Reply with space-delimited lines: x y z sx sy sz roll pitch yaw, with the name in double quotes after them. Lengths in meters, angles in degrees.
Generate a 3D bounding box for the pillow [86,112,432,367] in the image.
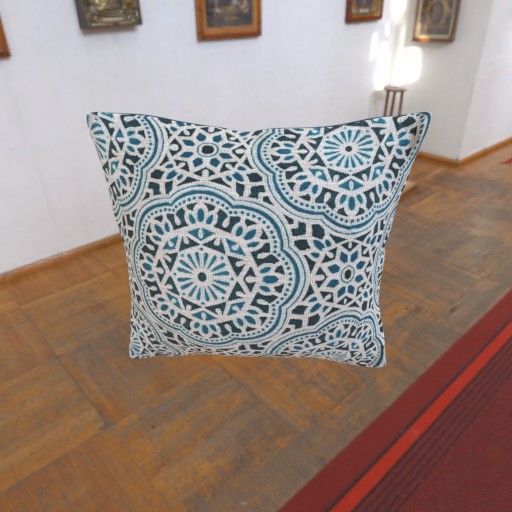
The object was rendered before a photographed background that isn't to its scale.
0.000 0.000 0.658 0.440 0.420 0.145 1 30 2 "pillow"
